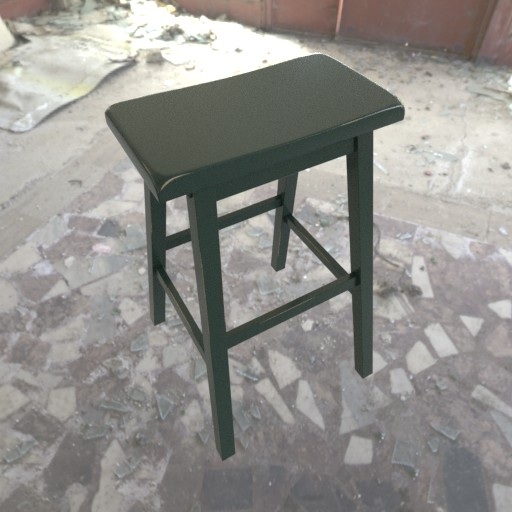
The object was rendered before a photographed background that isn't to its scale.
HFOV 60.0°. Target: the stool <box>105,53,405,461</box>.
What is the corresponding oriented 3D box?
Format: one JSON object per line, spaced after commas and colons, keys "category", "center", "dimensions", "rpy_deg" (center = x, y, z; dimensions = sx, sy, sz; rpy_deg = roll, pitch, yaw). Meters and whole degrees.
{"category": "stool", "center": [0.000, 0.000, 1.000], "dimensions": [0.457, 0.737, 0.476], "rpy_deg": [-23, 51, -20]}
